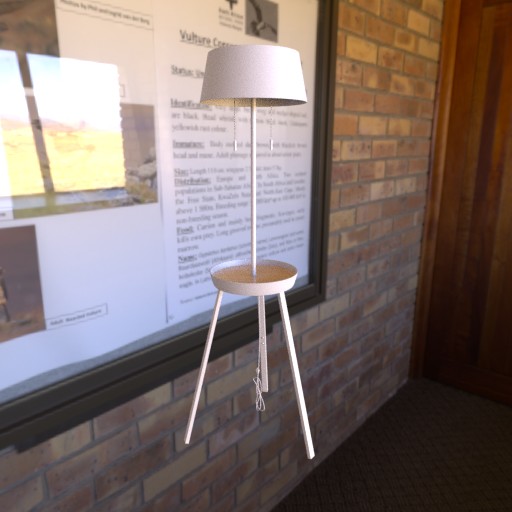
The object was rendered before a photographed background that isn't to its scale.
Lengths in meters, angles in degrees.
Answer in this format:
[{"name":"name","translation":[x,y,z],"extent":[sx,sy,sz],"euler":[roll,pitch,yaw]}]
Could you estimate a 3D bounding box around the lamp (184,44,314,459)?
[{"name":"lamp","translation":[0.000,0.000,1.696],"extent":[0.508,1.429,0.468],"euler":[3,15,10]}]
